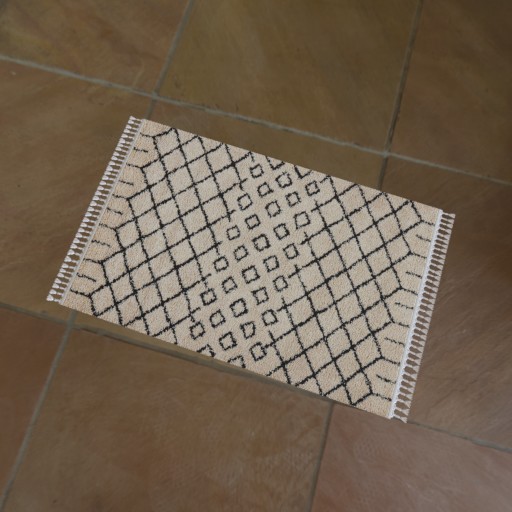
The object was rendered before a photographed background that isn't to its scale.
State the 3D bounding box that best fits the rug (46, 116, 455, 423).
[{"bbox_3d":[0.000,0.000,2.472,2.006,0.008,1.196,18,76,5],"label":"rug"}]
